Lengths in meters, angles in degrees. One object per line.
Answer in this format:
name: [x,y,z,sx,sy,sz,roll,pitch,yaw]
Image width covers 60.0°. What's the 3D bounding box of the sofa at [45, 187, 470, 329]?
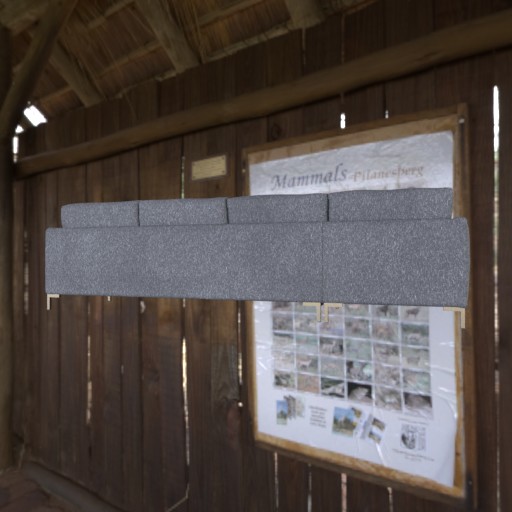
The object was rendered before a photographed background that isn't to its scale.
sofa: [0.000,0.000,3.490,2.932,0.810,1.350,0,0,18]
